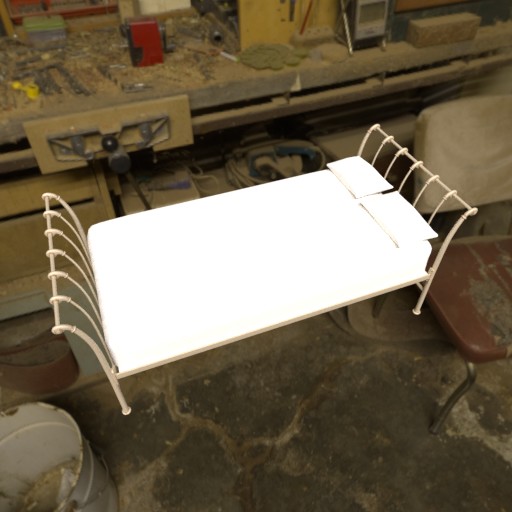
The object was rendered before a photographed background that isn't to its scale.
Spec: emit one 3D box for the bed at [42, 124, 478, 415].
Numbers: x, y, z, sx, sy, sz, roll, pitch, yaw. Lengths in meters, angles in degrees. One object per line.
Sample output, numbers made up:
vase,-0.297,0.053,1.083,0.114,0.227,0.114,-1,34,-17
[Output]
bed,0.000,0.000,2.770,2.228,0.873,1.032,-15,47,-15
